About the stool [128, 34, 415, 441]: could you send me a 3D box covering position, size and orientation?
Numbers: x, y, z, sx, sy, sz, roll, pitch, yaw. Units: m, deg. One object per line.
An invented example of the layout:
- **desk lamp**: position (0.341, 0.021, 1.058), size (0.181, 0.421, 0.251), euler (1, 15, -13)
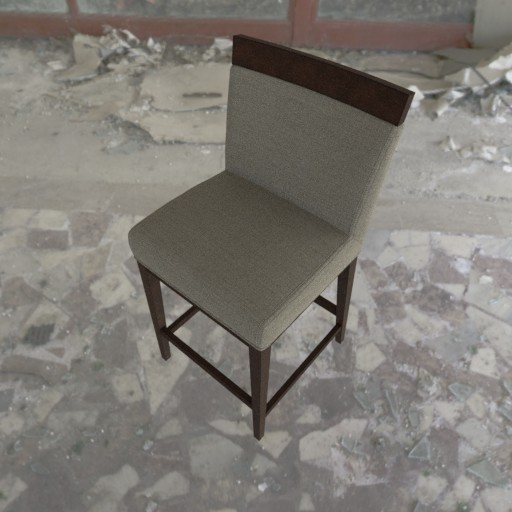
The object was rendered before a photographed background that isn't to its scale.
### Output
- **stool**: position (0.000, 0.000, 1.310), size (0.512, 1.009, 0.531), euler (32, 54, 26)
